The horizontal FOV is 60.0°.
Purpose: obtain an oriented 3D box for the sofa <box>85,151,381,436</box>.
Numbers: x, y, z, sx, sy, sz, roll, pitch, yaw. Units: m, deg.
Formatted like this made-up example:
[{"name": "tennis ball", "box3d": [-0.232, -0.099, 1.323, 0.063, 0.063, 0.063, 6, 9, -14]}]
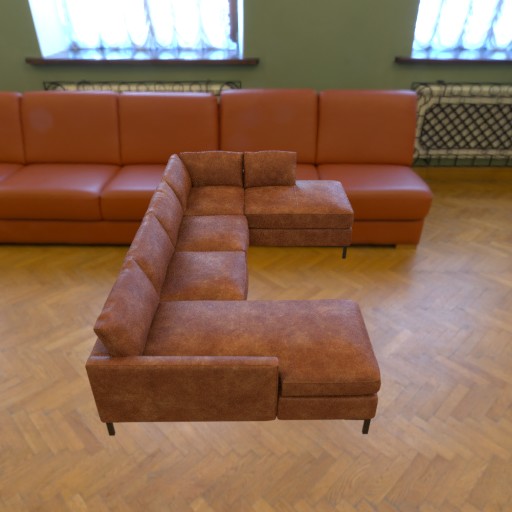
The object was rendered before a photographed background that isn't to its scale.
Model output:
[{"name": "sofa", "box3d": [0.000, 0.000, 3.811, 1.939, 0.900, 2.956, 0, 32, 0]}]
